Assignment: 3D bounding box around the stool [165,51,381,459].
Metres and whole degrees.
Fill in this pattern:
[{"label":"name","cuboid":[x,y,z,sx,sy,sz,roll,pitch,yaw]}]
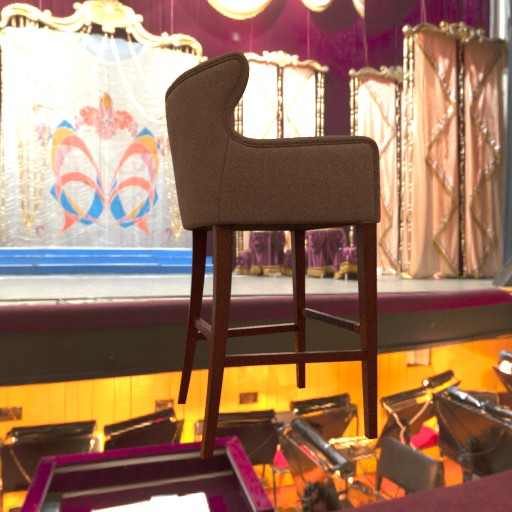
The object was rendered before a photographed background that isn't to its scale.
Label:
[{"label":"stool","cuboid":[0.000,0.000,1.429,0.575,1.047,0.575,0,1,-18]}]
